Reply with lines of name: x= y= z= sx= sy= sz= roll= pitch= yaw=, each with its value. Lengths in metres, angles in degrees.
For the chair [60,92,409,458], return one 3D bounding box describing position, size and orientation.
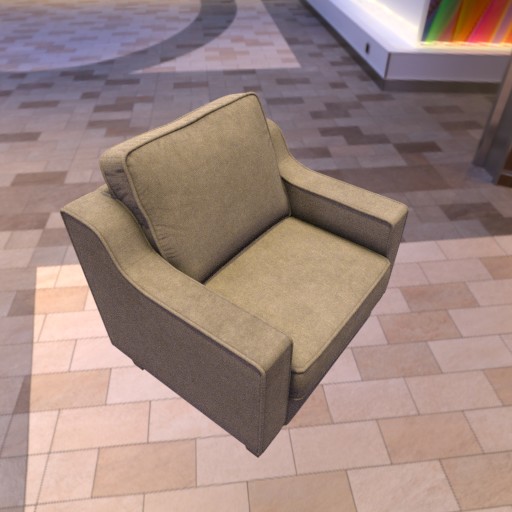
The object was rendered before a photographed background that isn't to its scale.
chair: x=0.000 y=0.000 z=1.641 sx=0.840 sy=0.944 sz=0.926 roll=26 pitch=47 yaw=28
